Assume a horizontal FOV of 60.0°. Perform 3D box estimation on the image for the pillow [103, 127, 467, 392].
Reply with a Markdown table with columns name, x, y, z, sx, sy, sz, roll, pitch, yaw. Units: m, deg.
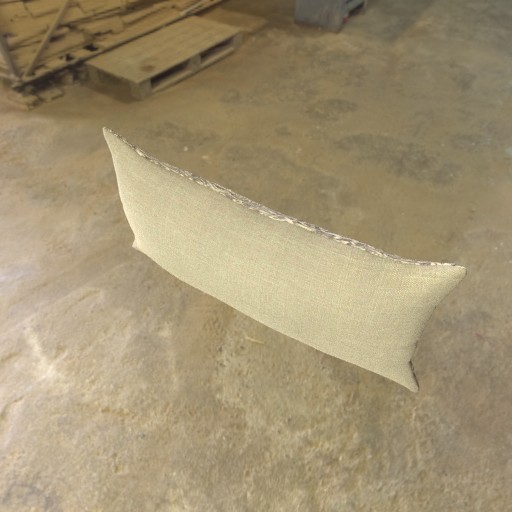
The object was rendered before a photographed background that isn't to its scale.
| name | x | y | z | sx | sy | sz | roll | pitch | yaw |
| --- | --- | --- | --- | --- | --- | --- | --- | --- | --- |
| pillow | 0.000 | 0.000 | 0.742 | 0.631 | 0.290 | 0.148 | 25 | 51 | 22 |
